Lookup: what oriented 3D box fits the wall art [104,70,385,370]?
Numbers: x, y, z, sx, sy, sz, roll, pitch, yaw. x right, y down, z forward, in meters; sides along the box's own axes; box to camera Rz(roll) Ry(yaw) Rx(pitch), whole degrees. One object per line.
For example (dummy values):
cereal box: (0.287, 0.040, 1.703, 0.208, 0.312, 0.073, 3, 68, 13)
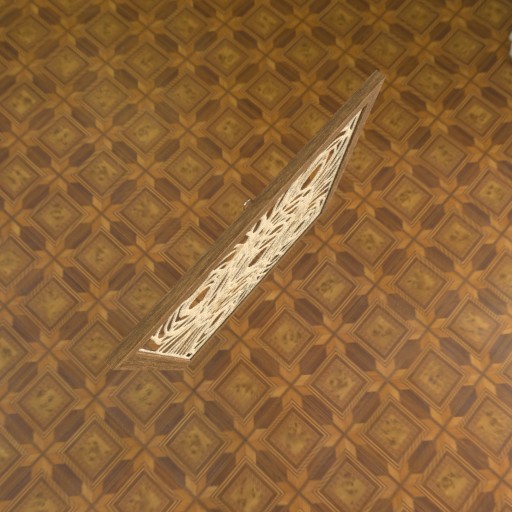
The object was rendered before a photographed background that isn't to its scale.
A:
wall art: (0.000, 0.000, 0.869, 0.021, 0.576, 0.561, 40, 79, 10)
